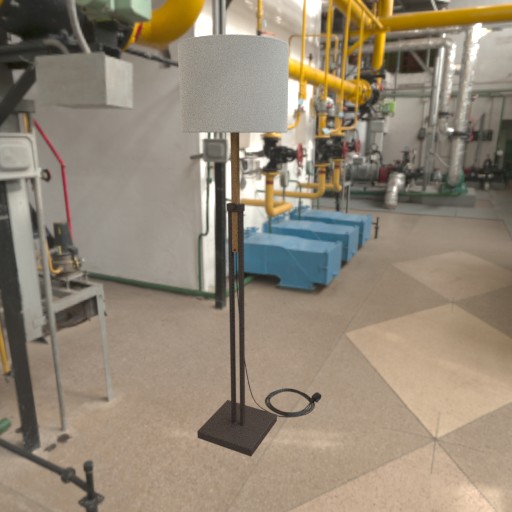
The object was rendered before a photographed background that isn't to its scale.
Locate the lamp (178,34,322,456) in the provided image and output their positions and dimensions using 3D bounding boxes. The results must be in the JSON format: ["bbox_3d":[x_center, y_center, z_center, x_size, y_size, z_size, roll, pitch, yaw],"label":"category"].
[{"bbox_3d":[0.000,0.000,1.935,0.474,1.650,0.639,8,17,25],"label":"lamp"}]
